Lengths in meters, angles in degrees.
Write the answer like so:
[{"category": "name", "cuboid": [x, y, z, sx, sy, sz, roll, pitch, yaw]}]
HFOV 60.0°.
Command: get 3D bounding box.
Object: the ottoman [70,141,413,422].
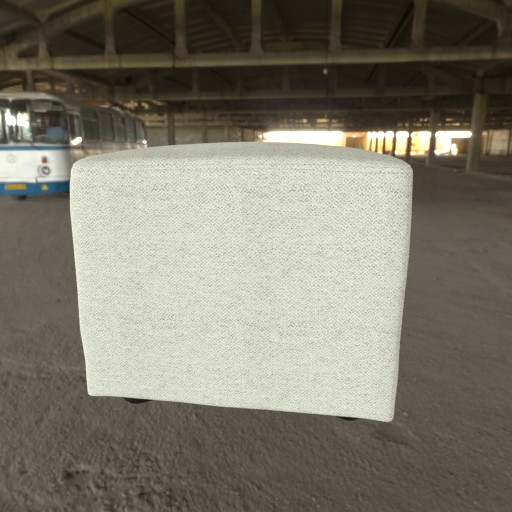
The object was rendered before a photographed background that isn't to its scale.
[{"category": "ottoman", "cuboid": [0.000, 0.000, 0.909, 0.512, 0.453, 0.521, 2, 14, 8]}]
